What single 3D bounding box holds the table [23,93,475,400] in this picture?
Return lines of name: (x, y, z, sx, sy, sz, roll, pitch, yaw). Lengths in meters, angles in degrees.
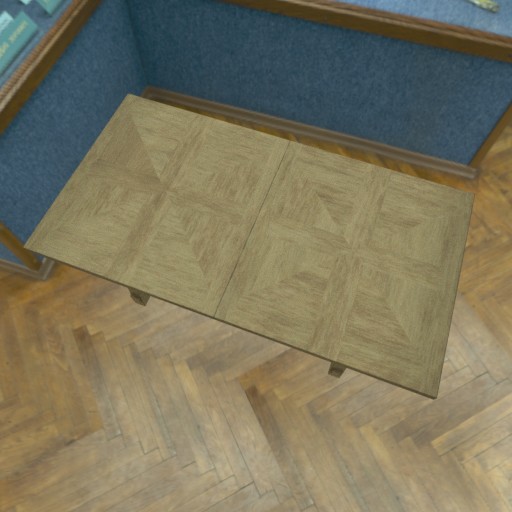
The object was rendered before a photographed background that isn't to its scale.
table: (0.000, 0.000, 2.421, 1.881, 0.768, 1.016, 19, 65, 9)
